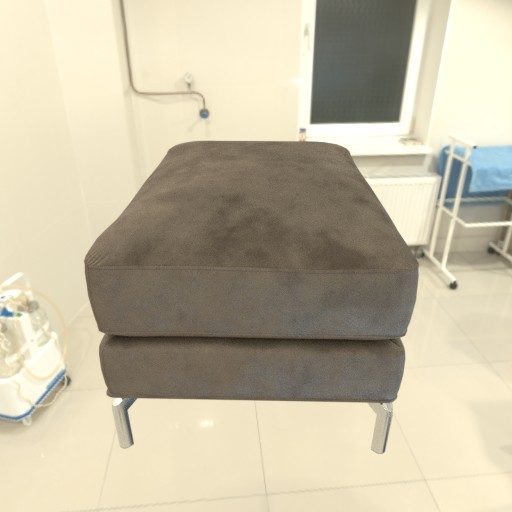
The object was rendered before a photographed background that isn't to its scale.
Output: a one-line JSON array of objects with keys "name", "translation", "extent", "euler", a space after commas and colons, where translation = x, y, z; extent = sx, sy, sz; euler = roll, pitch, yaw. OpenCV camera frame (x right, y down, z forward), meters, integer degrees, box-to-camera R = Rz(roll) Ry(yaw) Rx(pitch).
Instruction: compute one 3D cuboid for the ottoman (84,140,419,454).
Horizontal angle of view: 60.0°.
[{"name": "ottoman", "translation": [0.000, 0.000, 1.038], "extent": [0.520, 0.456, 0.719], "euler": [1, 28, 1]}]
